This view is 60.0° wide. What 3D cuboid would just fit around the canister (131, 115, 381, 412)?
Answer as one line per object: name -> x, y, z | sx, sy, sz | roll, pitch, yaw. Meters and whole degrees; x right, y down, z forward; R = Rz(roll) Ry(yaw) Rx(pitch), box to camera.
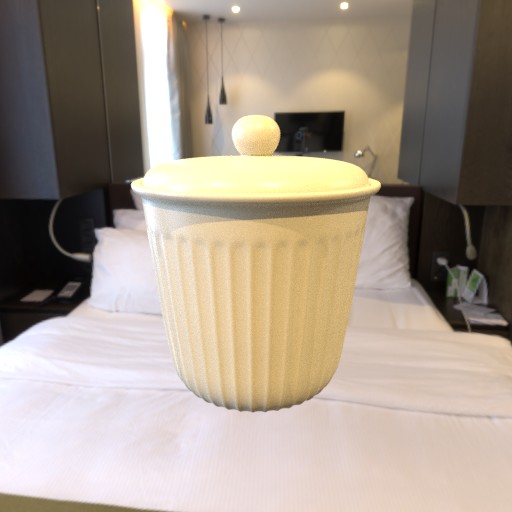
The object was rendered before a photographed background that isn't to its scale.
canister -> 0.000, 0.000, 0.347 | 0.181, 0.211, 0.181 | 0, 15, 0
